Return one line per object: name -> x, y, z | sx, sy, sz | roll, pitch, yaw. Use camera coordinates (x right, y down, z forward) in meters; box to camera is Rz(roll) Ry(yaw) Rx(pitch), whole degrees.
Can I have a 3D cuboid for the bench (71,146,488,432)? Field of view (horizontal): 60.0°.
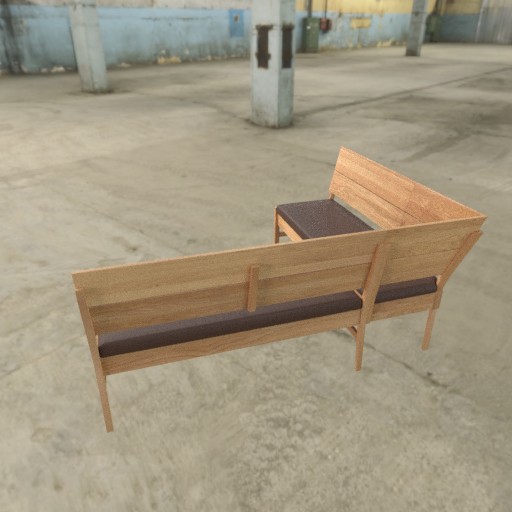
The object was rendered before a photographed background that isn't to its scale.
bench -> 0.000, 0.000, 2.792 | 1.975, 0.890, 1.549 | -9, 28, -16
